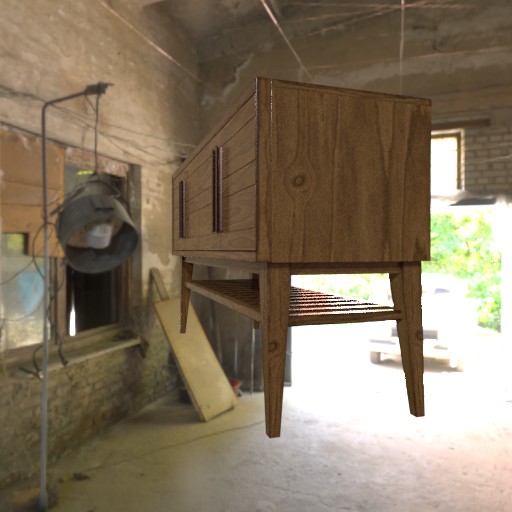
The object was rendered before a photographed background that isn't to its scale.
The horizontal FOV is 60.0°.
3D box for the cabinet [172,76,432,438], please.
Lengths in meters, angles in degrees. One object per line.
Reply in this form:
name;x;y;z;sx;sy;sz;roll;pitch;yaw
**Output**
cabinet;0.000;0.000;1.688;0.477;0.802;1.363;0;1;-18
